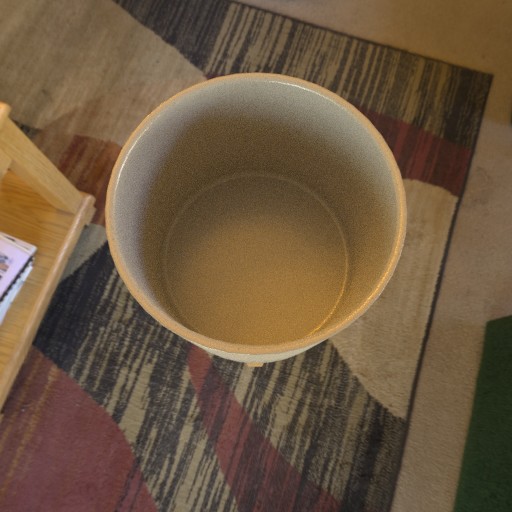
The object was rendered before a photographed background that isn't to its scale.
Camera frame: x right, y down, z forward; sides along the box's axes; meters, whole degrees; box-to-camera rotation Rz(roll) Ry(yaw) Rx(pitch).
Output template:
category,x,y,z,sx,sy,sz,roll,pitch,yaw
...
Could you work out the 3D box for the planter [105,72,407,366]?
category,x,y,z,sx,sy,sz,roll,pitch,yaw
planter,0.000,0.000,0.530,0.249,0.343,0.249,0,75,0
